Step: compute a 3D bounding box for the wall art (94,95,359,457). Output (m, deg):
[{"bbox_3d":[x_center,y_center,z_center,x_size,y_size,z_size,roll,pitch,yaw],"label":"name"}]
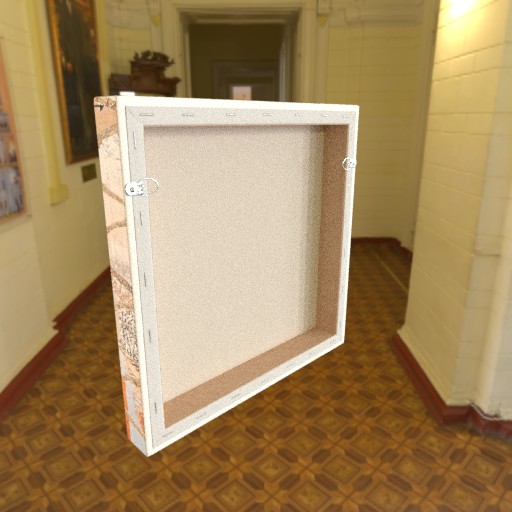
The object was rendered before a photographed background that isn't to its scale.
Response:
[{"bbox_3d":[0.000,0.000,0.461,0.303,0.304,0.036,-16,23,-42],"label":"wall art"}]
